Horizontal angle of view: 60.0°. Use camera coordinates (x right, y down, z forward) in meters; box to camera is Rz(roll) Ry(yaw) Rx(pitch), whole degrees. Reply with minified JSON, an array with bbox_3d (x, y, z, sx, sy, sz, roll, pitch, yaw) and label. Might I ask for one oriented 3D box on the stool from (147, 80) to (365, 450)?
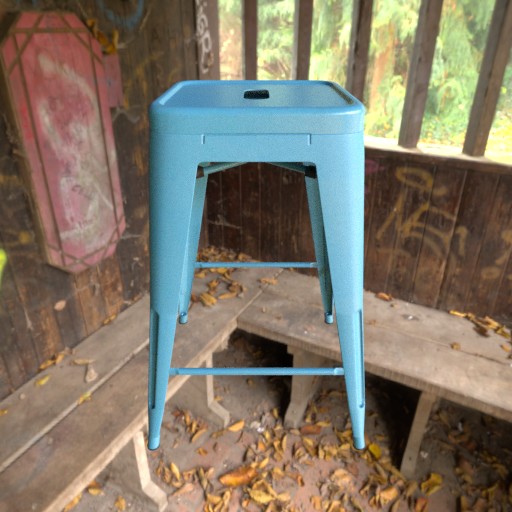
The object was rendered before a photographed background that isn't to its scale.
[{"bbox_3d":[0.000,0.000,0.864,0.410,0.608,0.410,0,28,0],"label":"stool"}]
